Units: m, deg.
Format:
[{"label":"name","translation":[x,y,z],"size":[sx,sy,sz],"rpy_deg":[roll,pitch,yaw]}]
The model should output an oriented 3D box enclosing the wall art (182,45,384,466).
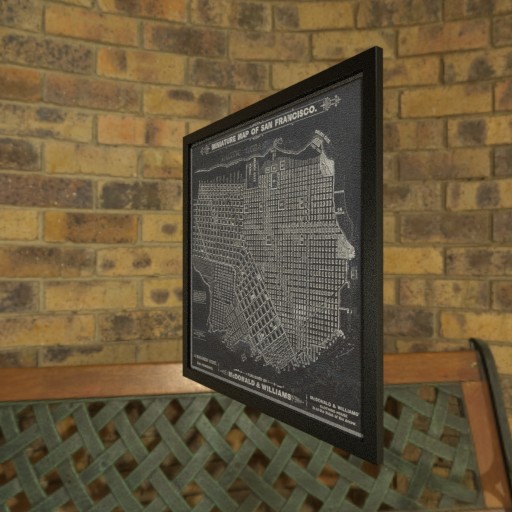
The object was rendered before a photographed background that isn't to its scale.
[{"label":"wall art","translation":[0.000,0.000,0.670],"size":[0.012,0.458,0.457],"rpy_deg":[0,0,-37]}]
